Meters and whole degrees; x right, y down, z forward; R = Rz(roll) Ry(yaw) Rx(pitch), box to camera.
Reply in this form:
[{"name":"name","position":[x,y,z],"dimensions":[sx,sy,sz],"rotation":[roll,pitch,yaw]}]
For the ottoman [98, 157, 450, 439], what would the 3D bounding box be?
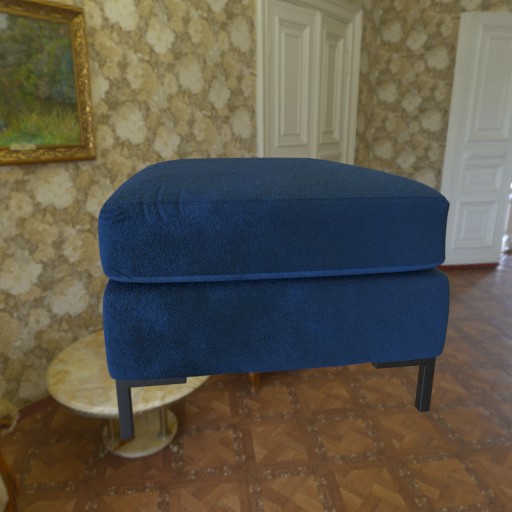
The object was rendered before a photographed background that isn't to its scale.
[{"name":"ottoman","position":[0.000,0.000,1.158],"dimensions":[0.655,0.485,0.794],"rotation":[-2,16,-8]}]
